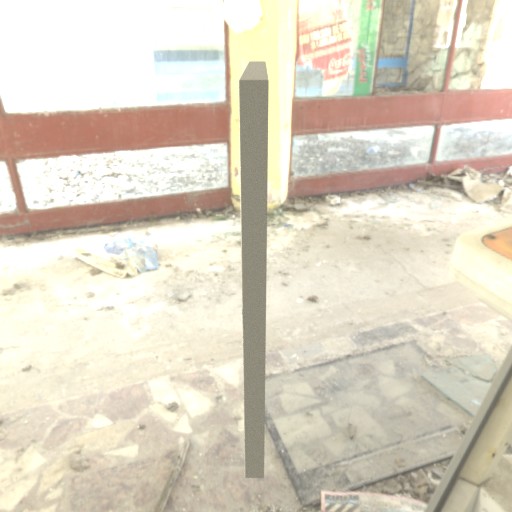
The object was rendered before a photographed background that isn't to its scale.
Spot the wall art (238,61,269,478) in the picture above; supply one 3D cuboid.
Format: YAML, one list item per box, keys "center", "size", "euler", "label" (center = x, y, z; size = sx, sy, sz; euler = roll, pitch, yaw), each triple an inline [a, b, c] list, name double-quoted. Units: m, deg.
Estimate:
- center: [0.000, 0.000, 0.962]
  size: [0.039, 0.753, 0.511]
  euler: [0, 26, 1]
  label: "wall art"
